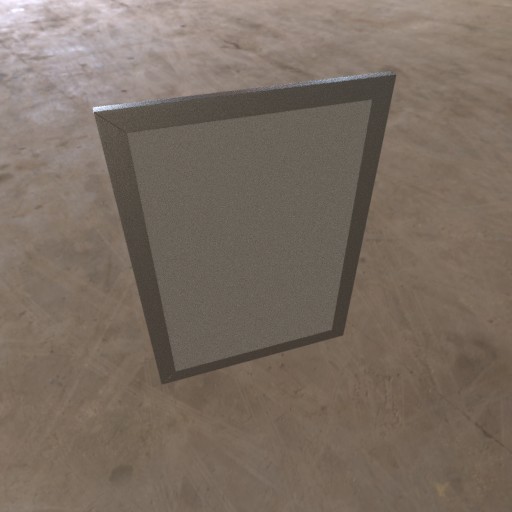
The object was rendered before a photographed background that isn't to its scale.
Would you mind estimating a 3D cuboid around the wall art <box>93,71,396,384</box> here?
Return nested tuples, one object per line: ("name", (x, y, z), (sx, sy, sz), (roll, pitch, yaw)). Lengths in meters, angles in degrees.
("wall art", (0.000, 0.000, 0.705), (0.376, 0.529, 0.013), (-12, 43, -13))
